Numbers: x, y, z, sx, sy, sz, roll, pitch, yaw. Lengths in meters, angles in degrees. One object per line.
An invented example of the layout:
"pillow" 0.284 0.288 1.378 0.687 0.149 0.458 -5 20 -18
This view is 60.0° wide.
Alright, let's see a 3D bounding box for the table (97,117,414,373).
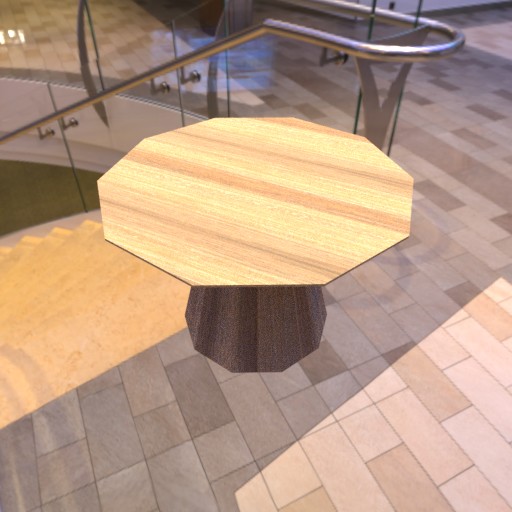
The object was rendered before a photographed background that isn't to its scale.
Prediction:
"table" 0.000 0.000 1.906 1.186 0.752 1.186 0 40 0
